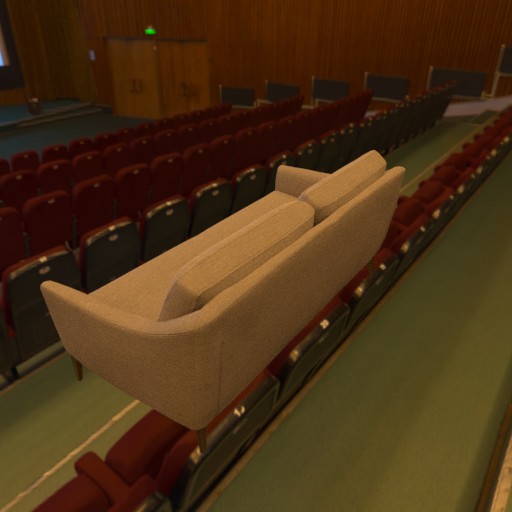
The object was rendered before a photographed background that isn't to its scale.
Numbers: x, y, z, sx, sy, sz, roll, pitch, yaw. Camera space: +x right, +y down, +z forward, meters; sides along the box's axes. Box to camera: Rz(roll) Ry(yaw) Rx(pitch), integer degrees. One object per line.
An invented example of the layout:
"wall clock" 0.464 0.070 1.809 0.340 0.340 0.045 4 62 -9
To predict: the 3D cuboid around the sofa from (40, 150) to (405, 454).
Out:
"sofa" 0.000 0.000 2.539 0.980 0.913 2.036 20 36 30
